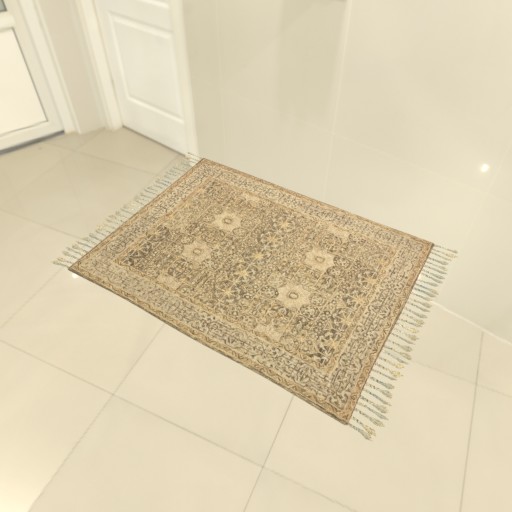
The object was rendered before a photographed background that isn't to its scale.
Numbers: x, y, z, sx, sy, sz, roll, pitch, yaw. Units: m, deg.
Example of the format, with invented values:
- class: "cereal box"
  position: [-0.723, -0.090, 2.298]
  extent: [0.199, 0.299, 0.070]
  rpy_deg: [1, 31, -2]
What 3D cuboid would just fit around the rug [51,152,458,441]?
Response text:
- class: "rug"
  position: [0.000, 0.000, 3.168]
  extent: [2.465, 0.023, 1.619]
  rpy_deg: [24, 51, 21]
